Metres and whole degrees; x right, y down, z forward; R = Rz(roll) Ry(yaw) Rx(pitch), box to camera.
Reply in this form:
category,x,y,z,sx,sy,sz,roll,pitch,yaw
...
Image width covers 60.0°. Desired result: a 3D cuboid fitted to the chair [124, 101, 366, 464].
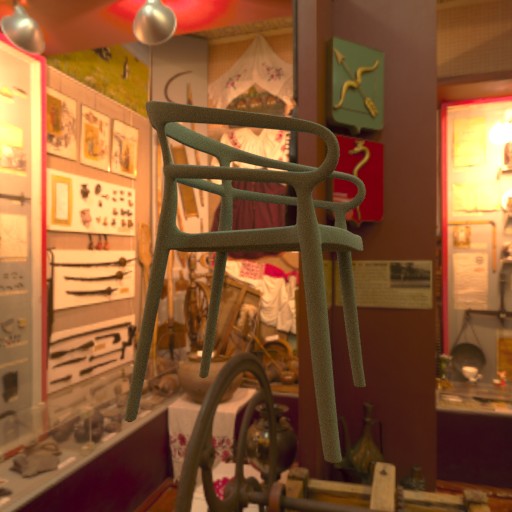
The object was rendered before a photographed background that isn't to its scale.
category,x,y,z,sx,sy,sz,roll,pitch,yaw
chair,0.000,0.000,1.128,0.527,0.761,0.559,0,0,19
